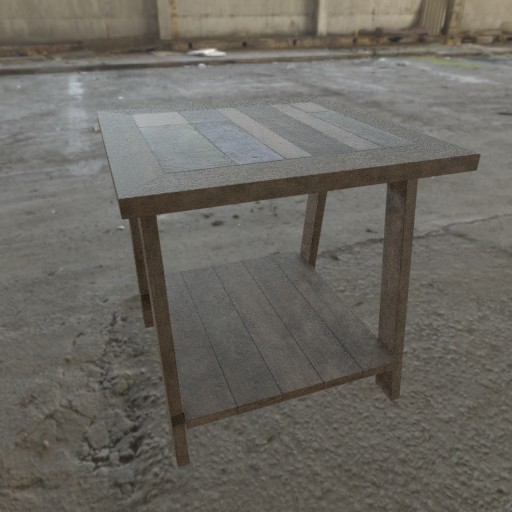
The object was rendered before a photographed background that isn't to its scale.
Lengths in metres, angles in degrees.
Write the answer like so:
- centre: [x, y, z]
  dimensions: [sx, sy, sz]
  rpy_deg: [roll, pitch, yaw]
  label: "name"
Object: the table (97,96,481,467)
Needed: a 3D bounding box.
- centre: [0.000, 0.000, 1.076]
  dimensions: [0.610, 0.610, 0.610]
  rpy_deg: [-10, 31, -17]
  label: "table"
